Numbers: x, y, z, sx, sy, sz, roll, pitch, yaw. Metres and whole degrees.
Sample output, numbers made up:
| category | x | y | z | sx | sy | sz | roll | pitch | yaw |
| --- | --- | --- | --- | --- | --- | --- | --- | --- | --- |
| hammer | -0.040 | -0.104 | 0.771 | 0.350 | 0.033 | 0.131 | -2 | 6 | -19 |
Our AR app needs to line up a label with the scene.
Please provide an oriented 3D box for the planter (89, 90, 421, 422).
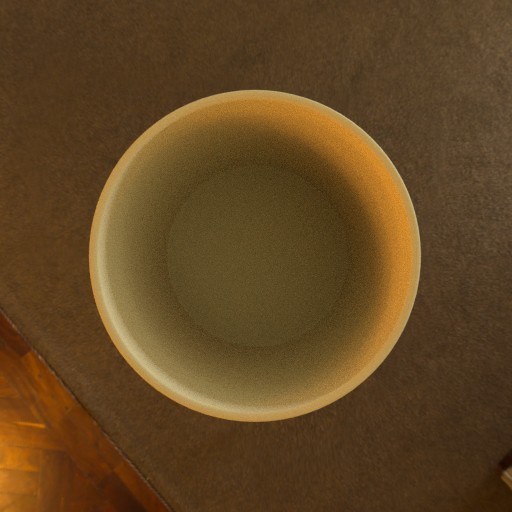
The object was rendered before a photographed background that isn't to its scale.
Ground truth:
| category | x | y | z | sx | sy | sz | roll | pitch | yaw |
| --- | --- | --- | --- | --- | --- | --- | --- | --- | --- |
| planter | 0.000 | 0.000 | 0.395 | 0.221 | 0.201 | 0.221 | 0 | 90 | 1 |
